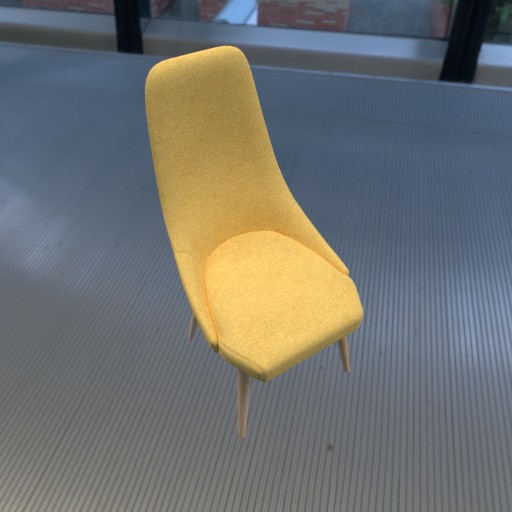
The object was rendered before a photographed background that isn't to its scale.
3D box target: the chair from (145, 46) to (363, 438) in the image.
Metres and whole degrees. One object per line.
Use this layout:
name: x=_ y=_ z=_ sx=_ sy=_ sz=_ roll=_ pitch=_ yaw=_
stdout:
chair: x=0.000 y=0.000 z=1.398 sx=0.510 sy=1.040 sz=0.660 roll=-24 pitch=52 yaw=-21
